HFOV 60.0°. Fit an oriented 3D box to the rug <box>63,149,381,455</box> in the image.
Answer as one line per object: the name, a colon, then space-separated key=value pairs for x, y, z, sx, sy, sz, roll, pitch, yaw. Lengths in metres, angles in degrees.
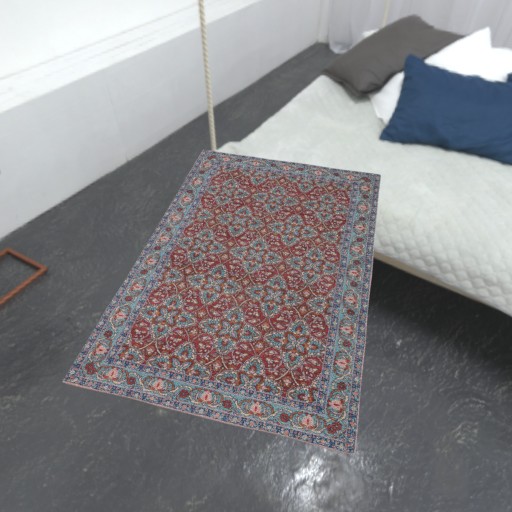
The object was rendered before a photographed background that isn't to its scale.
rug: x=0.000 y=0.000 z=2.369 sx=1.219 sy=0.009 sz=1.829 roll=10 pitch=47 yaw=10
